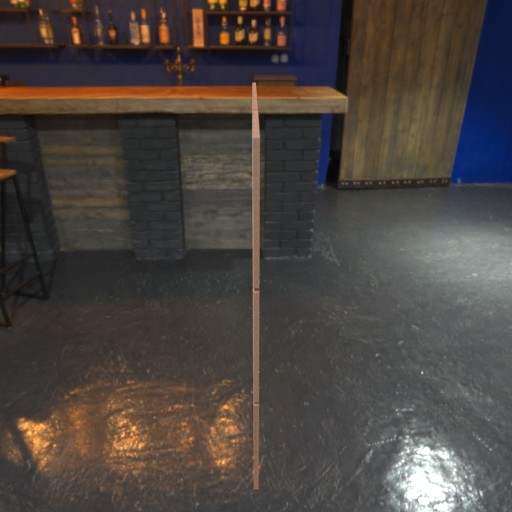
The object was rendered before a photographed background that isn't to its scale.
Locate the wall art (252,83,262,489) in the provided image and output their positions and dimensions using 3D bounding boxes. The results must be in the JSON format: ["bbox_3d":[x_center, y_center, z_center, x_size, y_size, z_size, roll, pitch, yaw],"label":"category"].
[{"bbox_3d":[0.000,0.000,1.354,0.018,0.904,0.906,0,27,0],"label":"wall art"}]
